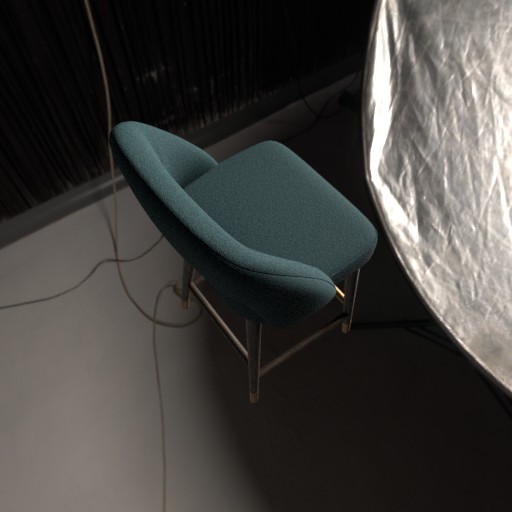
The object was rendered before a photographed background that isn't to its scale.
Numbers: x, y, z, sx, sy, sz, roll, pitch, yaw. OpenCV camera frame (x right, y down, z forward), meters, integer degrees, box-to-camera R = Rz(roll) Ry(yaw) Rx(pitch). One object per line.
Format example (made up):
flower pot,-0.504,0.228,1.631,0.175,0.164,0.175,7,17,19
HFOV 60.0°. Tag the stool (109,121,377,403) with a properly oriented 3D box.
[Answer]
stool,0.000,0.000,1.258,0.522,0.939,0.536,-33,63,-19
